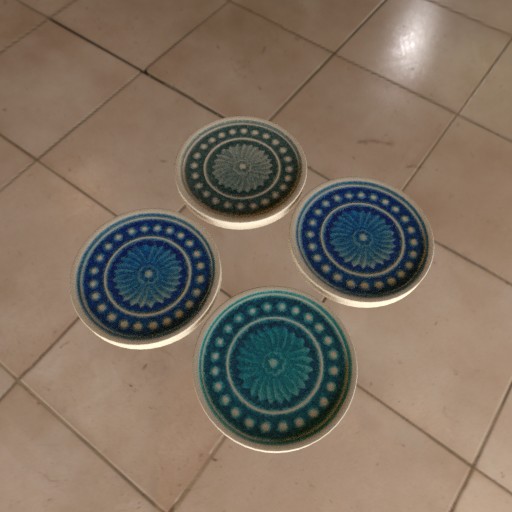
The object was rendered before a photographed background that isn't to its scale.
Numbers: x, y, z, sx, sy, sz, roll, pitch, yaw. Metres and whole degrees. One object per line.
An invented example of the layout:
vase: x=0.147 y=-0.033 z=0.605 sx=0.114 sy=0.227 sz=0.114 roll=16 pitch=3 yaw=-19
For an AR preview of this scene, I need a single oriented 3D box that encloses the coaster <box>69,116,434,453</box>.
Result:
coaster: x=0.000 y=0.000 z=0.329 sx=0.220 sy=0.010 sz=0.224 roll=32 pitch=68 yaw=15
